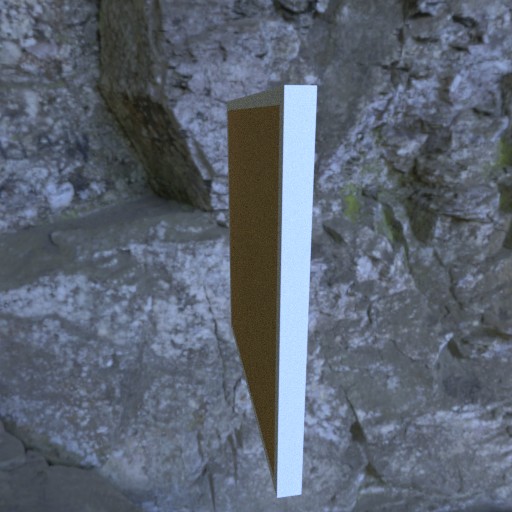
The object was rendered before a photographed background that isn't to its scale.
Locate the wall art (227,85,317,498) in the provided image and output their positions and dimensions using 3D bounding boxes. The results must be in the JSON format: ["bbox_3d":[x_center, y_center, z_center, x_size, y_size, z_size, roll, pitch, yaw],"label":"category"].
[{"bbox_3d":[0.000,0.000,0.452,0.020,0.307,0.307,-3,18,-9],"label":"wall art"}]
